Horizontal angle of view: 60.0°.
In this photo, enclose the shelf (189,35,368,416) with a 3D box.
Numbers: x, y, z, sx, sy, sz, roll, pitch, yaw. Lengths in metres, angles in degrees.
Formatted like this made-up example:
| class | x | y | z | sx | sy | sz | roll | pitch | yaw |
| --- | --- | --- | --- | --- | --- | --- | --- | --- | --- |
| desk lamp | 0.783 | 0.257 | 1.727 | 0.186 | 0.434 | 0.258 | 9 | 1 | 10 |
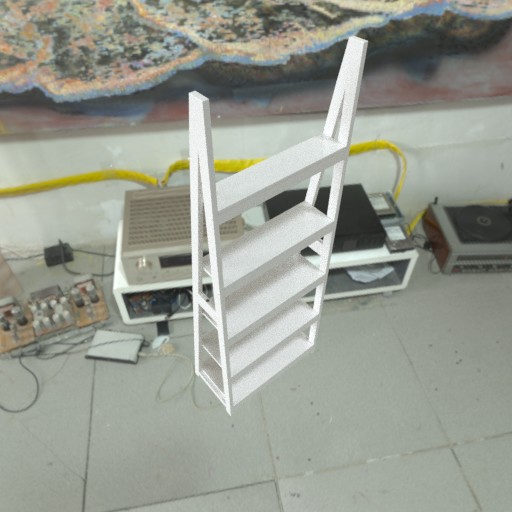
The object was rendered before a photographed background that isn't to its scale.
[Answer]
| class | x | y | z | sx | sy | sz | roll | pitch | yaw |
| --- | --- | --- | --- | --- | --- | --- | --- | --- | --- |
| shelf | 0.000 | 0.000 | 1.973 | 0.636 | 1.779 | 0.341 | -31 | 53 | -27 |
